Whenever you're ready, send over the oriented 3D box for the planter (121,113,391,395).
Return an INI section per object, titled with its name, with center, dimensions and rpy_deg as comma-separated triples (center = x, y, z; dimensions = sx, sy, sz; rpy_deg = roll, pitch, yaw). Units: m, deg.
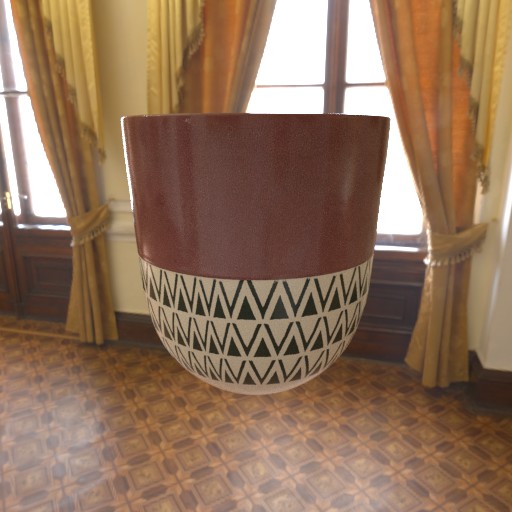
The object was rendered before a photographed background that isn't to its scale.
[planter]
center = 0.000, 0.000, 0.361
dimensions = 0.195, 0.214, 0.195
rpy_deg = 0, 16, 0
